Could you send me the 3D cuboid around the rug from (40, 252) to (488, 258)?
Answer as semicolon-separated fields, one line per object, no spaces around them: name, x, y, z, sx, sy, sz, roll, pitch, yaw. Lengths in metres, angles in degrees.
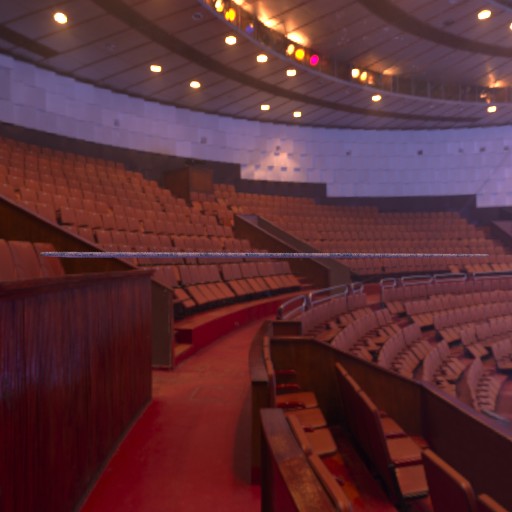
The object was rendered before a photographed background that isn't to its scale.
rug;0.000;0.000;2.992;2.439;0.015;1.524;0;0;-18
